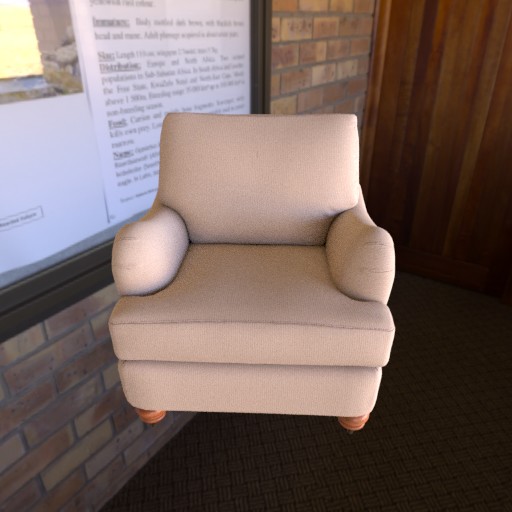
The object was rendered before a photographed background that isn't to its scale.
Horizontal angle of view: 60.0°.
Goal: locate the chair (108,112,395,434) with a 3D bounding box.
[{"bbox_3d":[0.000,0.000,1.823,0.955,1.038,1.070,1,28,2],"label":"chair"}]
